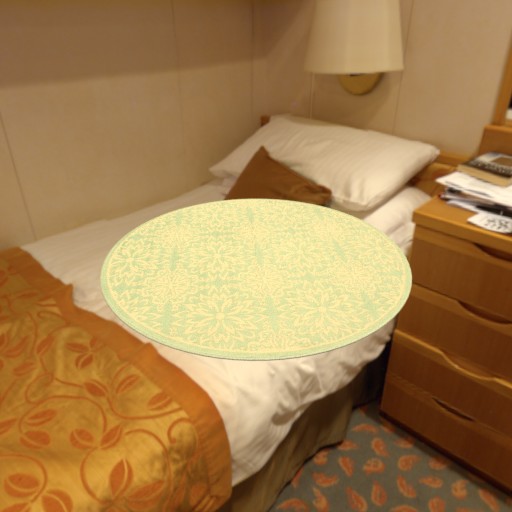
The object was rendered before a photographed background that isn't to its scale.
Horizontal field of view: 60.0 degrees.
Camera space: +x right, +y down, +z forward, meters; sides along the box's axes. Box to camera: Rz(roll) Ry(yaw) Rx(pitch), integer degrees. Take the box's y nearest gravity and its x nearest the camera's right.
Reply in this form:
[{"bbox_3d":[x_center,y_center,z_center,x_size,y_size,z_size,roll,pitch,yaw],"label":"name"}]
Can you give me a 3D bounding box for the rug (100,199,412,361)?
[{"bbox_3d":[0.000,0.000,2.366,1.593,0.012,1.593,0,30,0],"label":"rug"}]
